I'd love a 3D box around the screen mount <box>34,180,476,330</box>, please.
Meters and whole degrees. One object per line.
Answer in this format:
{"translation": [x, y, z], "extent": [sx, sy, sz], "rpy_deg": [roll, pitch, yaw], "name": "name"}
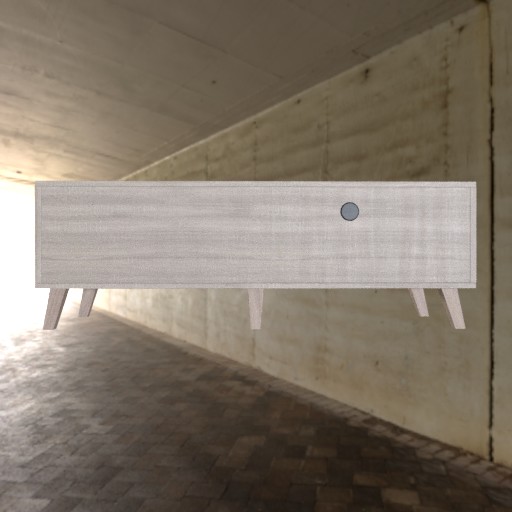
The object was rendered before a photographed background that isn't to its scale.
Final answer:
{"translation": [0.000, 0.000, 1.700], "extent": [1.500, 0.509, 0.401], "rpy_deg": [0, 0, -1], "name": "screen mount"}
